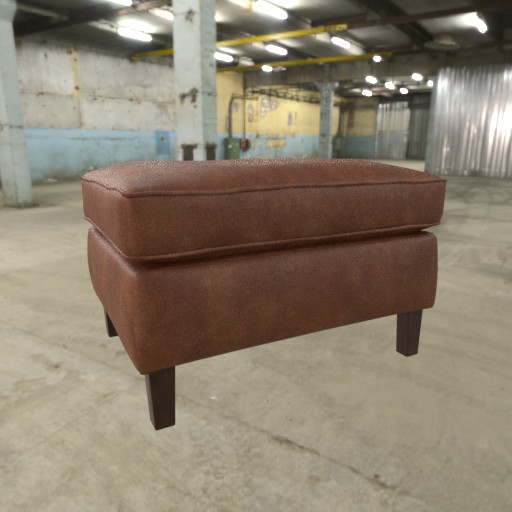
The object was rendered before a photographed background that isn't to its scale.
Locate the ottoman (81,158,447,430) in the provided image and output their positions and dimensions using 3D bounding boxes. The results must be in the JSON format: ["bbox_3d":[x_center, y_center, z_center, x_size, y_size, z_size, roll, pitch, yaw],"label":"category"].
[{"bbox_3d":[0.000,0.000,0.984,0.665,0.418,0.501,-7,16,-27],"label":"ottoman"}]
